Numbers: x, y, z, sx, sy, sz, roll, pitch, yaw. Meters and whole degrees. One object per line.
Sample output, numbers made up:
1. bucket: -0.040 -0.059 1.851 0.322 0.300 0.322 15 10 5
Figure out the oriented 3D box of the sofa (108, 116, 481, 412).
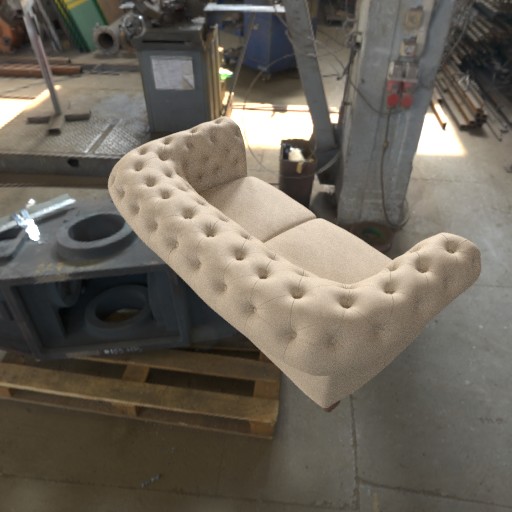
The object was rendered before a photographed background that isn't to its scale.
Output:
1. sofa: 0.000 0.000 2.501 1.069 0.835 1.988 -28 47 -29
